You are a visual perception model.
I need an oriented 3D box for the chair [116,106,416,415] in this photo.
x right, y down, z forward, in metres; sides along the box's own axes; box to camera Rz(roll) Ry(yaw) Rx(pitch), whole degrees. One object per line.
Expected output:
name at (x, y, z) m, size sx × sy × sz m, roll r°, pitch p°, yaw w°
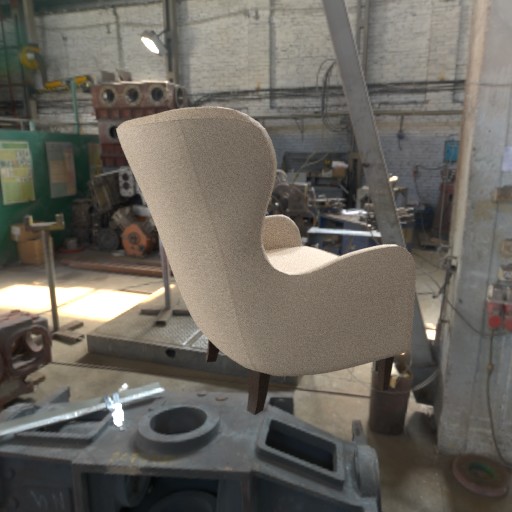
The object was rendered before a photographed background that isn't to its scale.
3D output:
chair at (0.000, 0.000, 1.782) m, size 0.984 × 1.064 × 0.861 m, roll -7°, pitch 15°, yaw -26°
